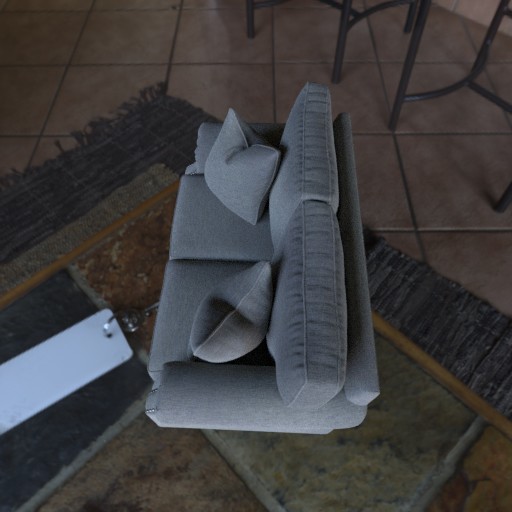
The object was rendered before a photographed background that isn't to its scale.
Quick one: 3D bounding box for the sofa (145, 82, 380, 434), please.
[{"bbox_3d":[0.000,0.000,2.267,0.966,0.966,1.701,2,58,1],"label":"sofa"}]
